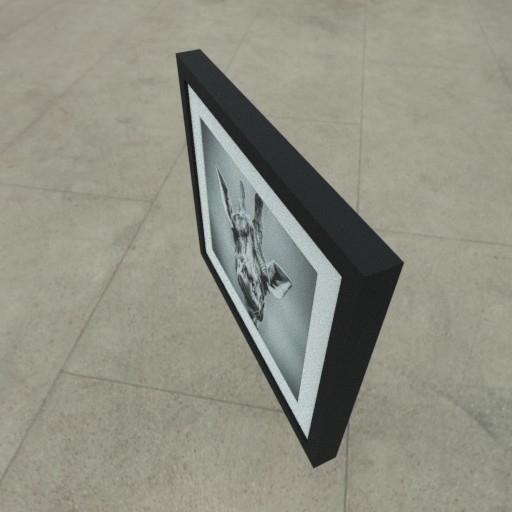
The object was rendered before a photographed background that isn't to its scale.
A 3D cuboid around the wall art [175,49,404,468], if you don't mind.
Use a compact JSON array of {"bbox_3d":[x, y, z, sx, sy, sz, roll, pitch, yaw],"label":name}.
[{"bbox_3d":[0.000,0.000,0.514,0.031,0.330,0.381,-18,49,-17],"label":"wall art"}]
